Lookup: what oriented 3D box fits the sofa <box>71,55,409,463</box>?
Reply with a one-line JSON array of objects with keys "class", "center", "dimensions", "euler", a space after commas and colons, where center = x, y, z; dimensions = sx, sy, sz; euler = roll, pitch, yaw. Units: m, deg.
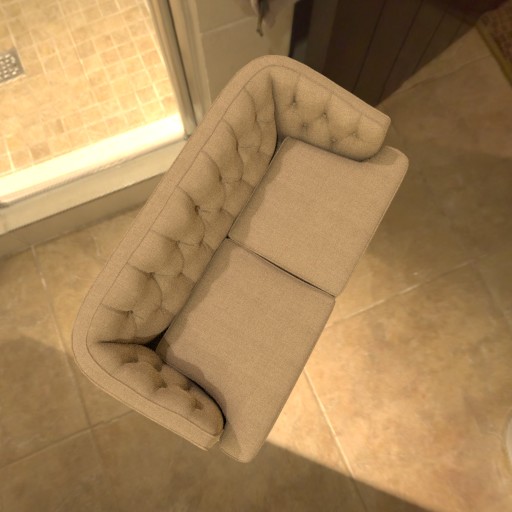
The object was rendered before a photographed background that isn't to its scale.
[{"class": "sofa", "center": [0.000, 0.000, 2.229], "dimensions": [0.941, 0.855, 1.733], "euler": [29, 77, 7]}]
